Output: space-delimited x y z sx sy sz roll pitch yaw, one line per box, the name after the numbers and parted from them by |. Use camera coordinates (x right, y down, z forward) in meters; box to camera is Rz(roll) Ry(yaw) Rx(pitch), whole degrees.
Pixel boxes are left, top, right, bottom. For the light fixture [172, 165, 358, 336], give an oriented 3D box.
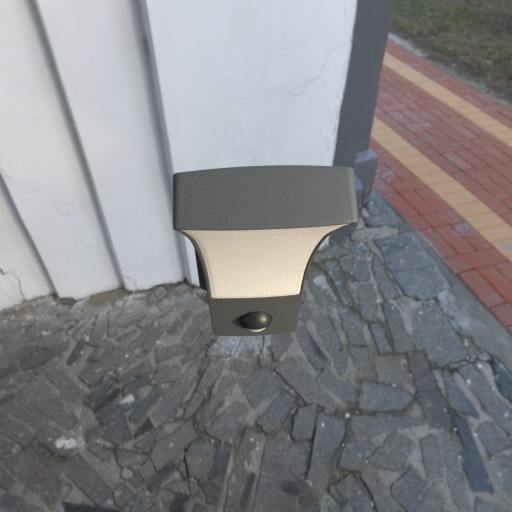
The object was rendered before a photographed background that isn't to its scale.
0.000 0.000 0.328 0.108 0.243 0.174 -2 45 -2 | light fixture
